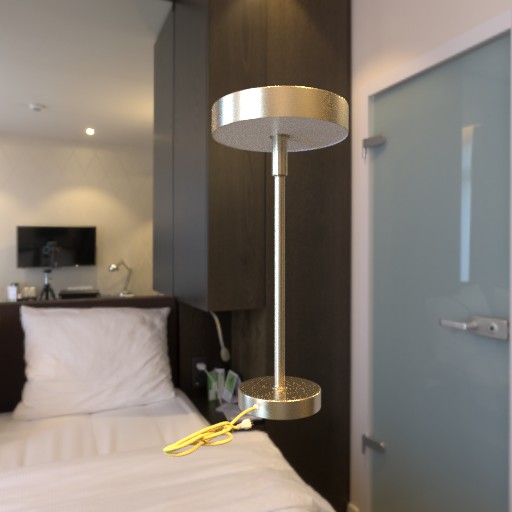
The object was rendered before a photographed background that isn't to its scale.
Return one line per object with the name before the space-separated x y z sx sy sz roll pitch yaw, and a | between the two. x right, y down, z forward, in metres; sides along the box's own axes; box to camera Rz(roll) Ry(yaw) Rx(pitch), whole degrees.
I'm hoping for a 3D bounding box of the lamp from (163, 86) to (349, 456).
lamp | 0.000 0.000 0.695 0.229 0.508 0.369 0 1 35
